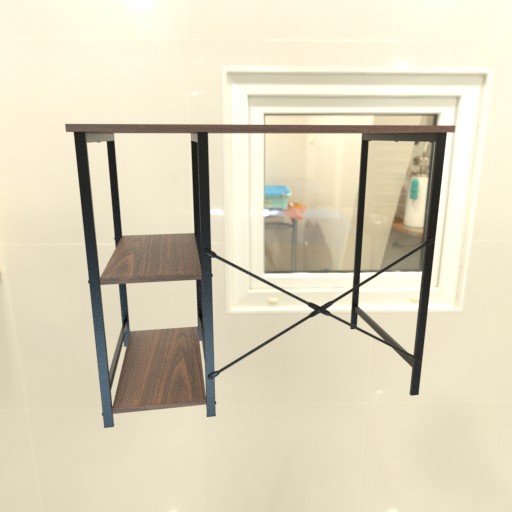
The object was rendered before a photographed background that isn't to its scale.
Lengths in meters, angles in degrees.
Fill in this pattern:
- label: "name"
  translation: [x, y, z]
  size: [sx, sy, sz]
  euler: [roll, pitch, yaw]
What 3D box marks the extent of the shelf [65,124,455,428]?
- label: "shelf"
  translation: [0.000, 0.000, 1.340]
  size: [0.902, 0.750, 0.498]
  euler: [-3, 15, -10]
